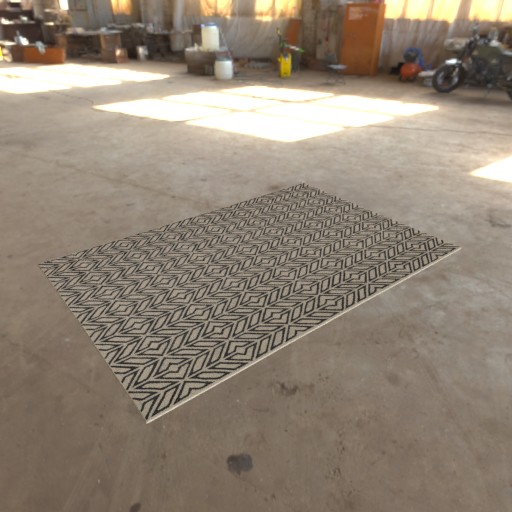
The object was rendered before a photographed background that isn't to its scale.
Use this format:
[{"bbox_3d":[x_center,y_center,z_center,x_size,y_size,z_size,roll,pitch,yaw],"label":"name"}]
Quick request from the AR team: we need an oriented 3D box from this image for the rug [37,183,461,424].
[{"bbox_3d":[0.000,0.000,2.289,1.828,0.007,1.220,-22,36,-32],"label":"rug"}]
